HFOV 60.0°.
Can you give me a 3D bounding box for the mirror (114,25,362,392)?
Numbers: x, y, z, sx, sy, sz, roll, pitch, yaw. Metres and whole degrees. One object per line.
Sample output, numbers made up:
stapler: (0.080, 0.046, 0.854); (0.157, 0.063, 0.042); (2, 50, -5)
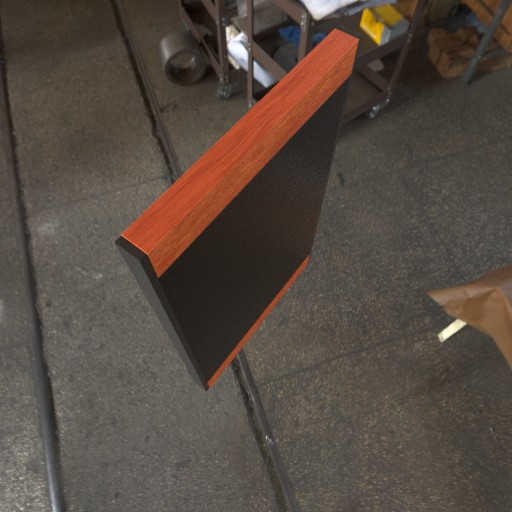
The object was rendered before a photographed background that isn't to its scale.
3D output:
mirror: (0.000, 0.000, 1.004); (0.047, 0.823, 0.525); (34, 67, 16)
